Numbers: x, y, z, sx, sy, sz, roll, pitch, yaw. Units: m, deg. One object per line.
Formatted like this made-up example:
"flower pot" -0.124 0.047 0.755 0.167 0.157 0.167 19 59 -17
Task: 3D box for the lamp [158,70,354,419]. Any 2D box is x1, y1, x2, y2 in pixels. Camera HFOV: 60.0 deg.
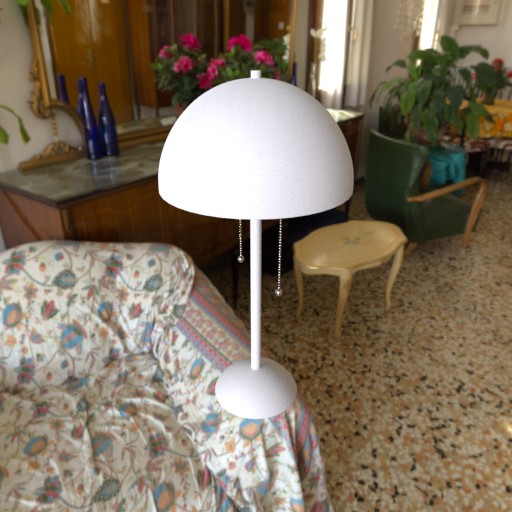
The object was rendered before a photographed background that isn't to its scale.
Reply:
"lamp" 0.000 0.000 0.428 0.171 0.330 0.171 0 26 0
